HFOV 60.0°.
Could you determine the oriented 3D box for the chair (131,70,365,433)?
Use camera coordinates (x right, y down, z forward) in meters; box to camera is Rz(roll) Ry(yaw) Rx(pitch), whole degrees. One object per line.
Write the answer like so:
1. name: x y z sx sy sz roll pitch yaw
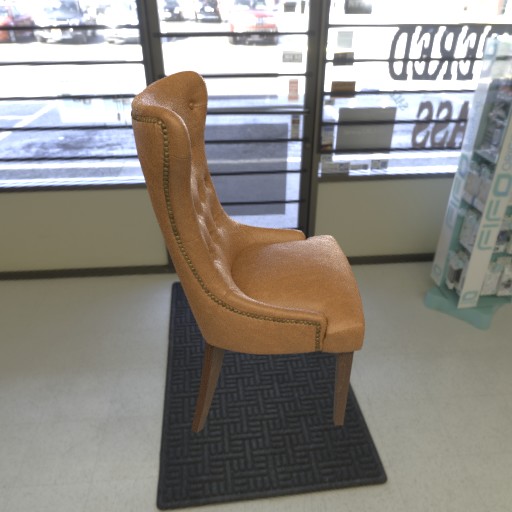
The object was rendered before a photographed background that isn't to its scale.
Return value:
1. chair: 0.000 0.000 1.459 0.669 1.065 0.611 -1 31 -1
